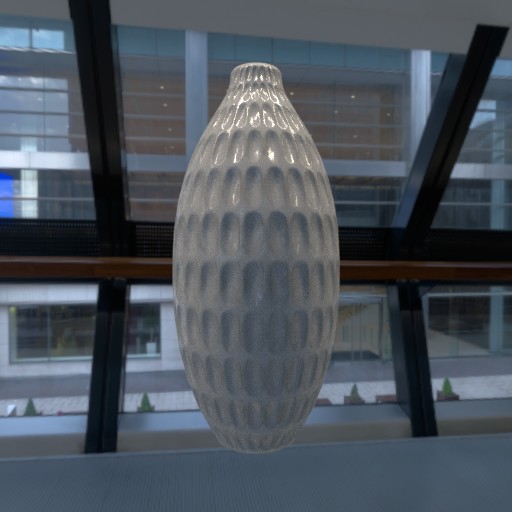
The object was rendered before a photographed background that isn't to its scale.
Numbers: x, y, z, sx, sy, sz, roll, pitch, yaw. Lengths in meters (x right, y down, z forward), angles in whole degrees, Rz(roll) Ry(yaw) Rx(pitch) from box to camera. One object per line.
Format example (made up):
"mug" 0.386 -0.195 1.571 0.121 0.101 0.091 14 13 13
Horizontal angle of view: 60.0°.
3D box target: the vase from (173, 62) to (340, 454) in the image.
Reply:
"vase" 0.000 0.000 0.342 0.127 0.282 0.127 0 2 0
